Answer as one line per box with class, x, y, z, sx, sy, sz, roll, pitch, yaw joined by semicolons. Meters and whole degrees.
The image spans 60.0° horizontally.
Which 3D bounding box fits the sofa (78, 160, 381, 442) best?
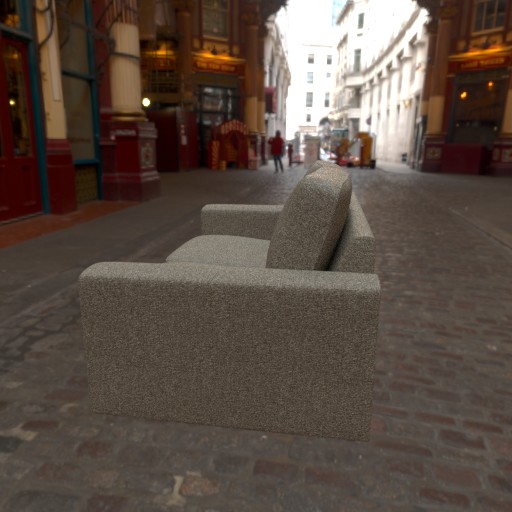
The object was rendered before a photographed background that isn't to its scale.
sofa;0.000;0.000;2.178;1.016;0.873;1.616;2;15;9
